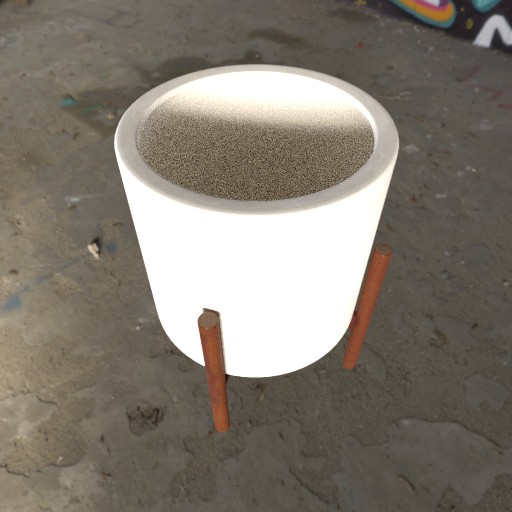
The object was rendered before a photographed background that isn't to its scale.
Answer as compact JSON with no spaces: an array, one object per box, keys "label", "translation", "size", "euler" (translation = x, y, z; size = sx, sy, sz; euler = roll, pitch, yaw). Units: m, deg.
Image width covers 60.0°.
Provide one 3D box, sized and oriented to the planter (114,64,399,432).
[{"label":"planter","translation":[0.000,0.000,0.876],"size":[0.421,0.581,0.420],"euler":[-18,49,-16]}]
